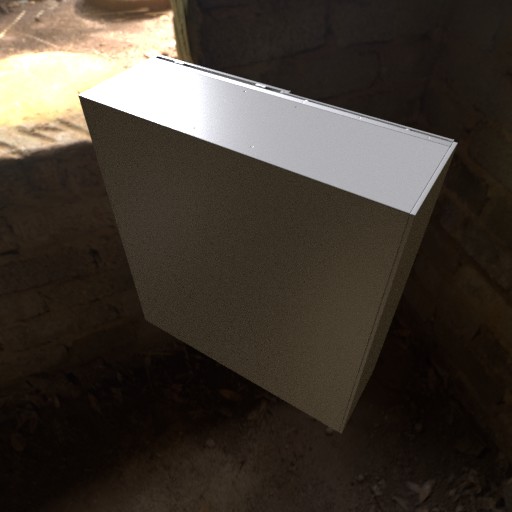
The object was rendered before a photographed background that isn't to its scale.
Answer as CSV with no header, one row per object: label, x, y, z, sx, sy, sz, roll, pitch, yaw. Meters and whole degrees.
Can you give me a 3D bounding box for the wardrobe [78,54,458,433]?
wardrobe,0.000,0.000,2.840,1.780,1.960,0.629,24,51,22
